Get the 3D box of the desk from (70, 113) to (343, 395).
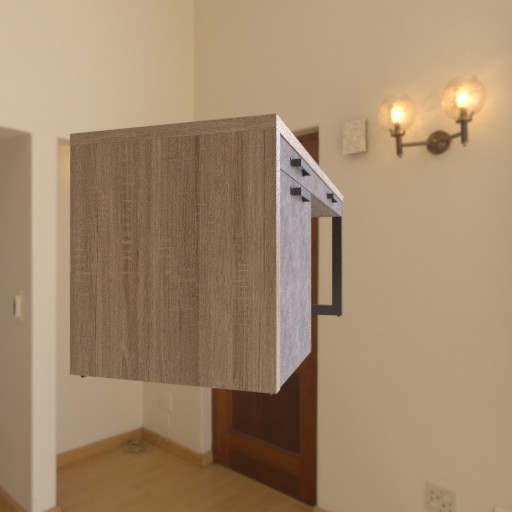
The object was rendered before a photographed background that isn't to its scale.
[{"bbox_3d":[0.000,0.000,2.091,0.690,0.760,1.700,0,0,17],"label":"desk"}]
